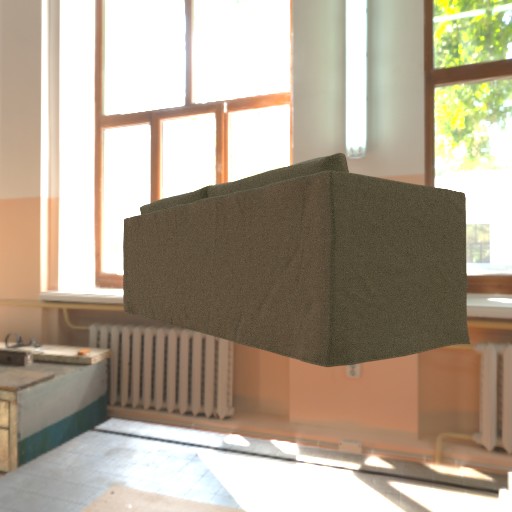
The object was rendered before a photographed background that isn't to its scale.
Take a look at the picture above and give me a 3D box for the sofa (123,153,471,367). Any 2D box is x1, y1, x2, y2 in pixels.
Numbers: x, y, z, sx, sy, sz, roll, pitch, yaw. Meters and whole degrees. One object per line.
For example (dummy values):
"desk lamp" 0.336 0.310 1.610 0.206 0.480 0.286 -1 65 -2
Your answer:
"sofa" 0.000 0.000 2.779 0.956 0.847 2.296 1 -1 -35
